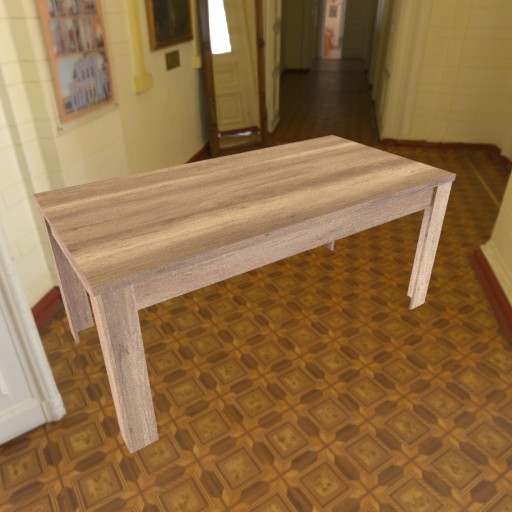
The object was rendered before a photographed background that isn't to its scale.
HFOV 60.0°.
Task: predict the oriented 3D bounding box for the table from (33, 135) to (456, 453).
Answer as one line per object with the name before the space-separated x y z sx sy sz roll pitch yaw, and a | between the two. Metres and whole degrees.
table | 0.000 0.000 2.291 1.800 0.790 0.900 -19 35 -29
